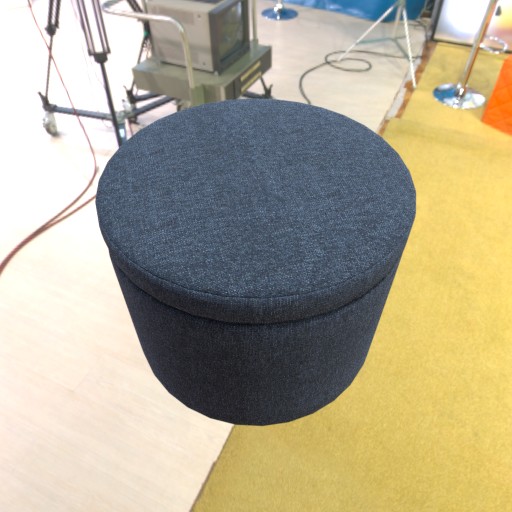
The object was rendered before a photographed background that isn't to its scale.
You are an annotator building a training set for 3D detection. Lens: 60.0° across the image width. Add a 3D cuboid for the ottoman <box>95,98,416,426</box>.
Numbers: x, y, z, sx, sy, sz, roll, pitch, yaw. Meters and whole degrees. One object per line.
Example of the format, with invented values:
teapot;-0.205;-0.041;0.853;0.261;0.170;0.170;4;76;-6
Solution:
ottoman;0.000;0.000;0.839;0.500;0.419;0.500;0;47;0
